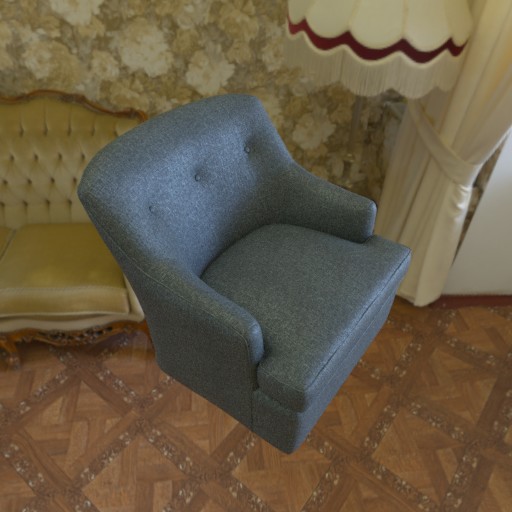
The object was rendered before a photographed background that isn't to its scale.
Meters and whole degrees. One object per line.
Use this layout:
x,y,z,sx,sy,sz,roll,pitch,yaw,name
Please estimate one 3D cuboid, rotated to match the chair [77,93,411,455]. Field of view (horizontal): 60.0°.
0.000,0.000,1.628,0.923,0.856,0.864,26,48,27,chair
